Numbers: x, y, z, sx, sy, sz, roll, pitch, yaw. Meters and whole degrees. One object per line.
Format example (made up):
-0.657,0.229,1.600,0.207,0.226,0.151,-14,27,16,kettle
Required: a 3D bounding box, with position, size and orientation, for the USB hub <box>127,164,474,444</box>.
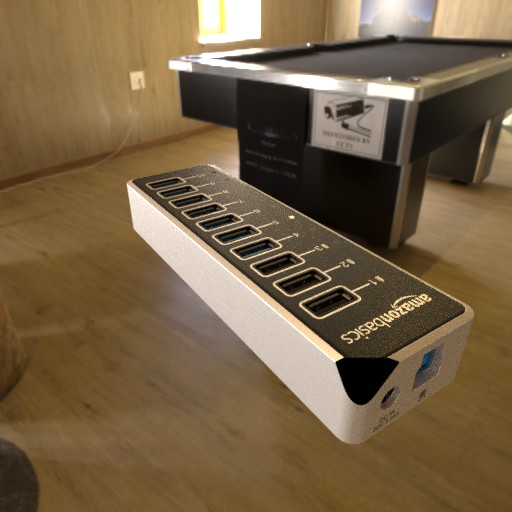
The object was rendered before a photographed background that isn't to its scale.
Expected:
0.000,0.000,0.162,0.044,0.023,0.145,-19,35,-29,USB hub
